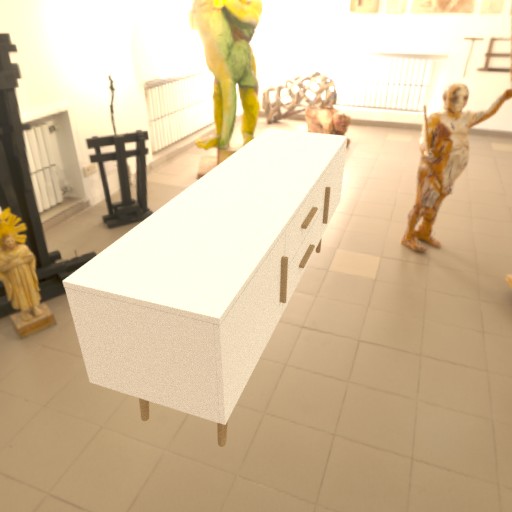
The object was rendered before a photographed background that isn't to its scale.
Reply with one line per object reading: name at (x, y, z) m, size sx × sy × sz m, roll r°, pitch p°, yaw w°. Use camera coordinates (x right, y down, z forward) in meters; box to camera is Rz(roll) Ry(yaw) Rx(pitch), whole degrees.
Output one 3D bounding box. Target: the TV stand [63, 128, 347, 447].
TV stand at (0.000, 0.000, 1.631) m, size 0.401 × 0.560 × 1.398 m, roll 11°, pitch 32°, yaw 17°
